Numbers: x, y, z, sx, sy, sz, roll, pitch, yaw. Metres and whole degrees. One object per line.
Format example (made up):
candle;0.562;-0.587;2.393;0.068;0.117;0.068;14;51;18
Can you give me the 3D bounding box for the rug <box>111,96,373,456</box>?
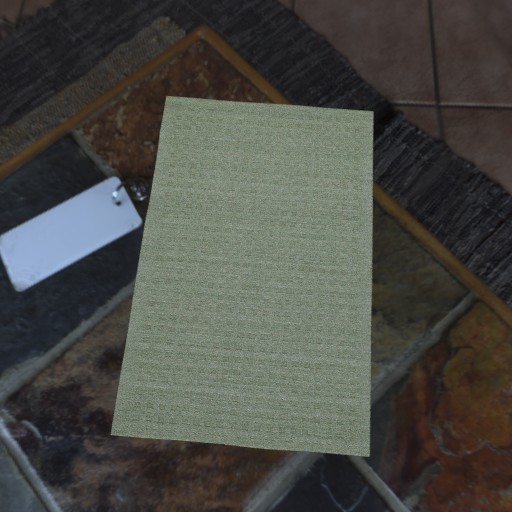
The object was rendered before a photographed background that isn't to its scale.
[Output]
rug;0.000;0.000;2.190;1.143;0.006;1.747;5;74;1
